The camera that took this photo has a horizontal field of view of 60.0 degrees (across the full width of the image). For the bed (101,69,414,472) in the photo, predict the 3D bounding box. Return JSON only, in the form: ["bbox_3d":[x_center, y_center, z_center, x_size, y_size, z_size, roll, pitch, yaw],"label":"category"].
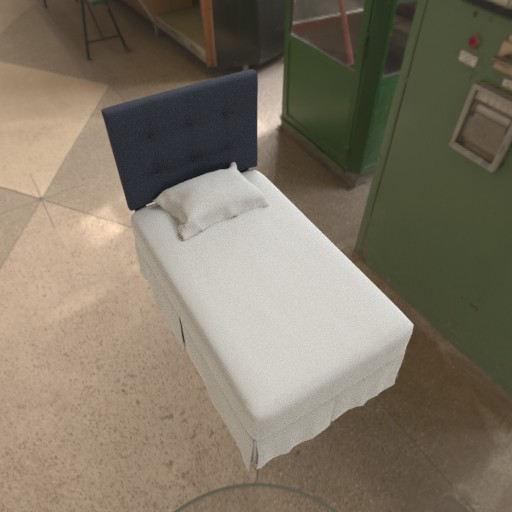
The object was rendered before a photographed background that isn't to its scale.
[{"bbox_3d":[0.000,0.000,3.011,1.261,1.571,1.997,-24,51,-21],"label":"bed"}]
